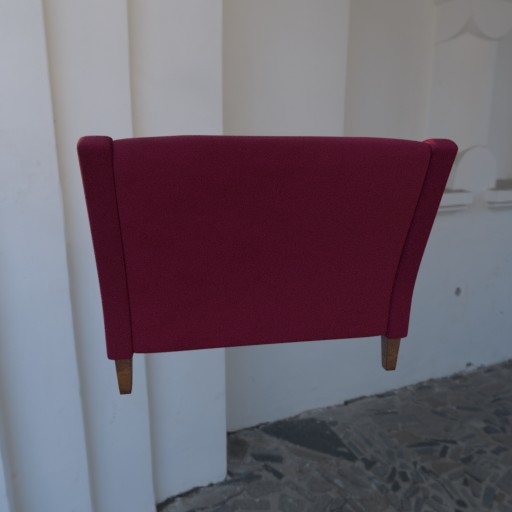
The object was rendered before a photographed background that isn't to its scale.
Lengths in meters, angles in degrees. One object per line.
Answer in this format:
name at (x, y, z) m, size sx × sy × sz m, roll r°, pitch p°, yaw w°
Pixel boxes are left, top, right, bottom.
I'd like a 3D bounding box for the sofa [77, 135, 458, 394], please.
sofa at (0.000, 0.000, 1.938) m, size 1.242 × 0.976 × 0.946 m, roll -2°, pitch 13°, yaw -10°
